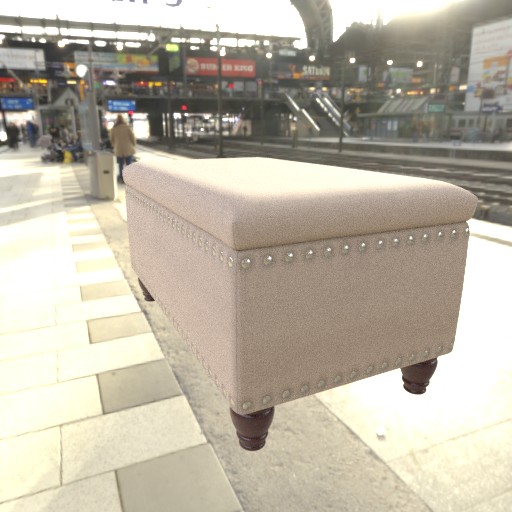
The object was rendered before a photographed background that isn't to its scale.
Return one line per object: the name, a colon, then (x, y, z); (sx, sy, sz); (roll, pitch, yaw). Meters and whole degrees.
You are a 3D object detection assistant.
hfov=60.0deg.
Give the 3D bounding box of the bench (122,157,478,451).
bench: (0.000, 0.000, 1.154); (0.500, 0.449, 0.887); (-8, 18, -25)
